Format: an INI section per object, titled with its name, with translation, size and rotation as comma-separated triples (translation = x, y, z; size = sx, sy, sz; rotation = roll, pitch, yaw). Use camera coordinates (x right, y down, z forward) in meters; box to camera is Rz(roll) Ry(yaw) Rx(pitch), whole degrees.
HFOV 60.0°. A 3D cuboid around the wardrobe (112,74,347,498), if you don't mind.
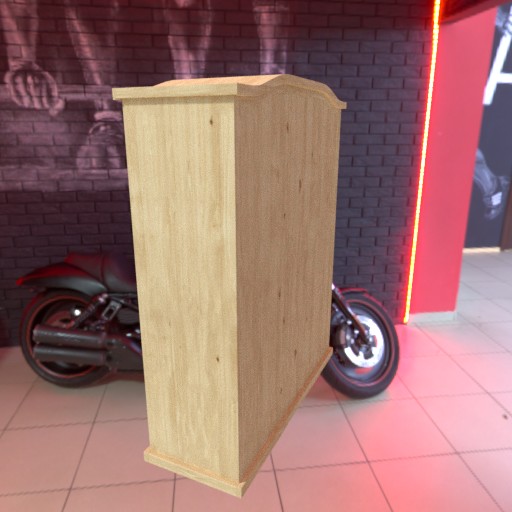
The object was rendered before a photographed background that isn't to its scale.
[wardrobe]
translation = 0.000, 0.000, 2.548
size = 0.570, 1.870, 1.500
rotation = 8, 18, 24
